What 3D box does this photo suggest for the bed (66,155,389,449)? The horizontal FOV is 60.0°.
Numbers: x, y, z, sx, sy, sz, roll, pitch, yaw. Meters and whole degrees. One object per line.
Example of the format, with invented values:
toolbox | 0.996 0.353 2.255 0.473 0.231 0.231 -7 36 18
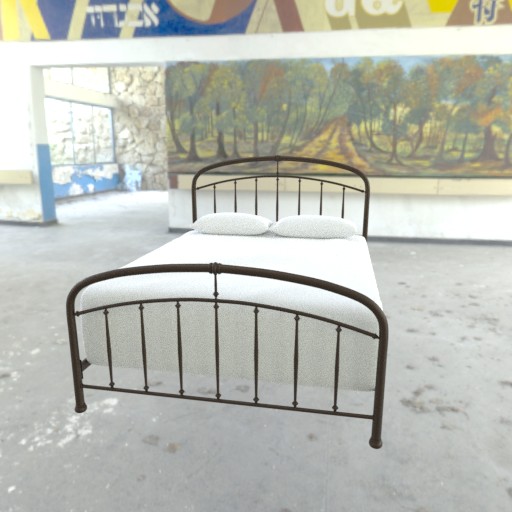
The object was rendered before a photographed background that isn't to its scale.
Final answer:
bed | 0.000 0.000 3.245 1.711 1.425 2.180 3 14 11
